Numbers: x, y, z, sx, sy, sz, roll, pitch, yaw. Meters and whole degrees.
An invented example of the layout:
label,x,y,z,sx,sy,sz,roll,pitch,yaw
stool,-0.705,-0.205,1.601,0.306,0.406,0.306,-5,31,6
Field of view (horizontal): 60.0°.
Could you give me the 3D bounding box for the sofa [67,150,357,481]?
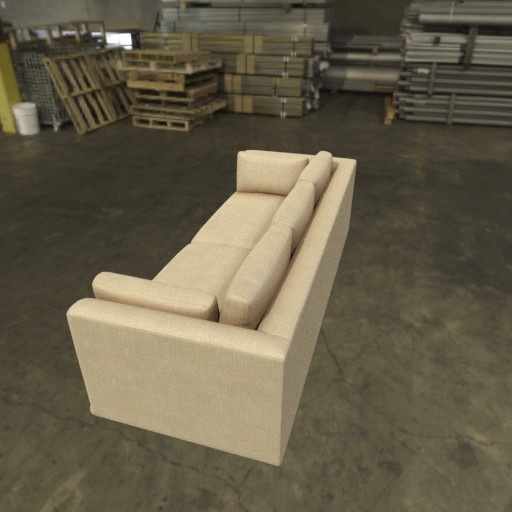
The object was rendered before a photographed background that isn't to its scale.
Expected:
label,x,y,z,sx,sy,sz,roll,pitch,yaw
sofa,0.000,0.000,2.883,0.969,0.867,2.415,9,31,15
